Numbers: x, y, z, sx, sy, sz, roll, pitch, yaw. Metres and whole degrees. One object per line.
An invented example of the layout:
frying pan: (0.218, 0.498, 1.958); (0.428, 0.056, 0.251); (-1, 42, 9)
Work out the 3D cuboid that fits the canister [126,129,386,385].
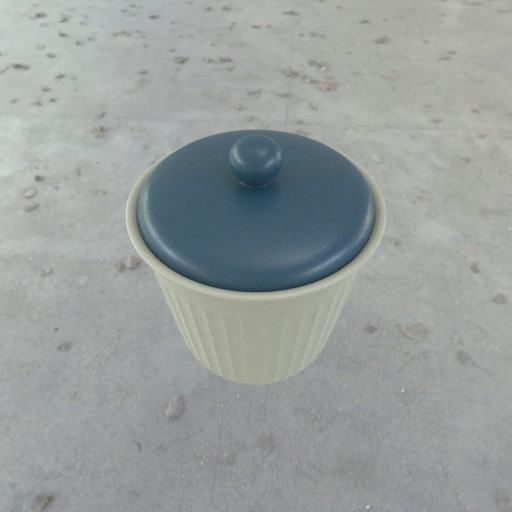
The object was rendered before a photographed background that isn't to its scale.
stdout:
canister: (0.000, 0.000, 0.356); (0.181, 0.211, 0.181); (0, 46, 0)
